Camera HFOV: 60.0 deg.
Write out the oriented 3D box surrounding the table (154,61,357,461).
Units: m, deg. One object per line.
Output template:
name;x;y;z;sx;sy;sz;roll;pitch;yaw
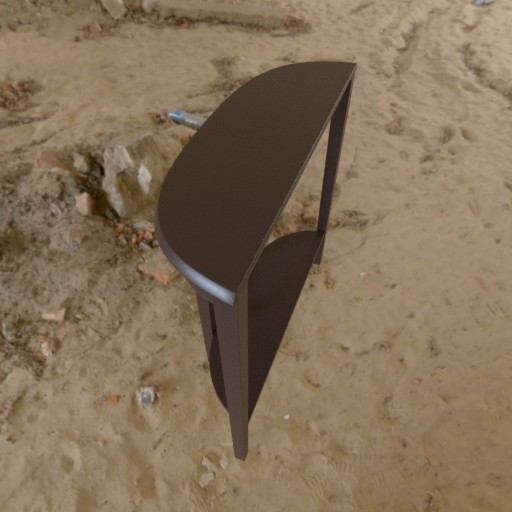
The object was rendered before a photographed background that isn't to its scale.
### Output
table;0.000;0.000;1.317;0.274;0.831;0.909;16;50;14
